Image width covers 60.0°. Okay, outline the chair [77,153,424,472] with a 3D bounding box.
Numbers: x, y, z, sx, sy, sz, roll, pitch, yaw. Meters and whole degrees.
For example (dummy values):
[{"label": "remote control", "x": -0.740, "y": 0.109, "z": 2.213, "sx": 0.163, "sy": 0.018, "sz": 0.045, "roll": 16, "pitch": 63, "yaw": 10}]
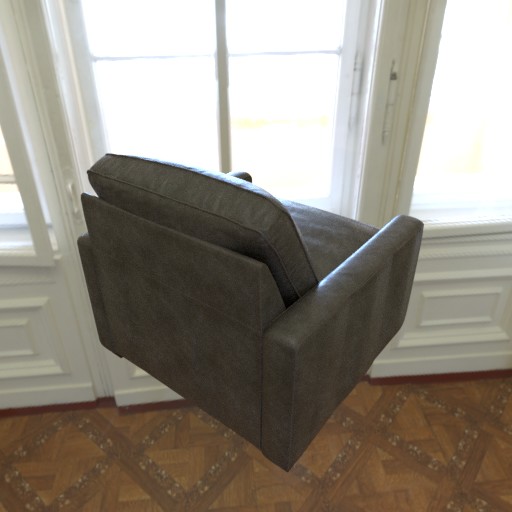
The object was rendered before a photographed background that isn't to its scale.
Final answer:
[{"label": "chair", "x": 0.000, "y": 0.000, "z": 1.754, "sx": 1.006, "sy": 0.916, "sz": 0.939, "roll": 21, "pitch": 37, "yaw": 32}]
